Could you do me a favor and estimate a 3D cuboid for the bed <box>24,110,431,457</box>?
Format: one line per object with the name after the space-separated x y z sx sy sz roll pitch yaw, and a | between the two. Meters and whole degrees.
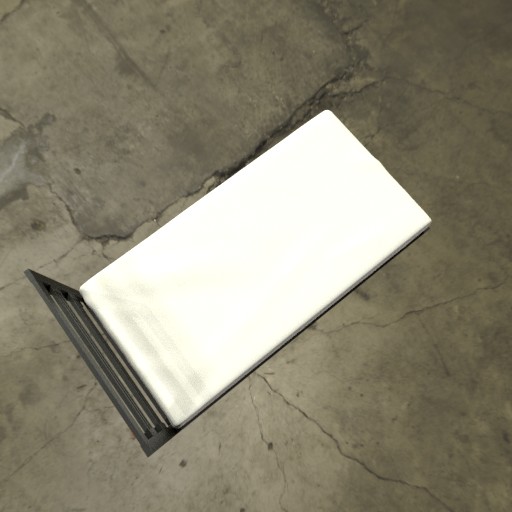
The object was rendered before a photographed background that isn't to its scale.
0.000 0.000 2.528 1.930 0.967 0.991 -37 79 -9 | bed
